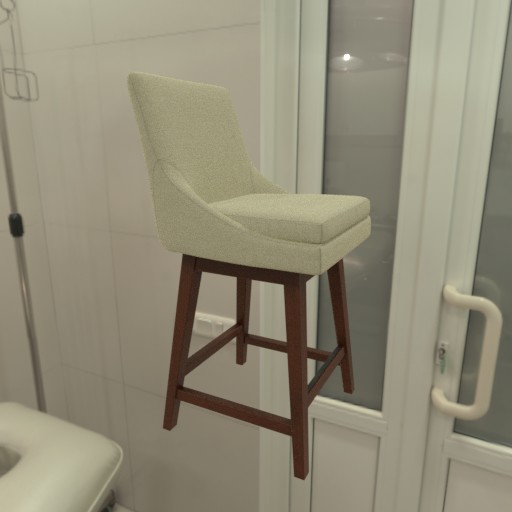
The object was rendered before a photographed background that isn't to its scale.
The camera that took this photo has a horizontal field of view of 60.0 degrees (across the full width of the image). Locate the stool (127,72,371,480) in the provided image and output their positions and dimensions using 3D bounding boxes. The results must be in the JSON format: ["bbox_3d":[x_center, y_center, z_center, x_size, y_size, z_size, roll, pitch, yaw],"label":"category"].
[{"bbox_3d":[0.000,0.000,1.294,0.559,0.991,0.469,8,17,26],"label":"stool"}]
